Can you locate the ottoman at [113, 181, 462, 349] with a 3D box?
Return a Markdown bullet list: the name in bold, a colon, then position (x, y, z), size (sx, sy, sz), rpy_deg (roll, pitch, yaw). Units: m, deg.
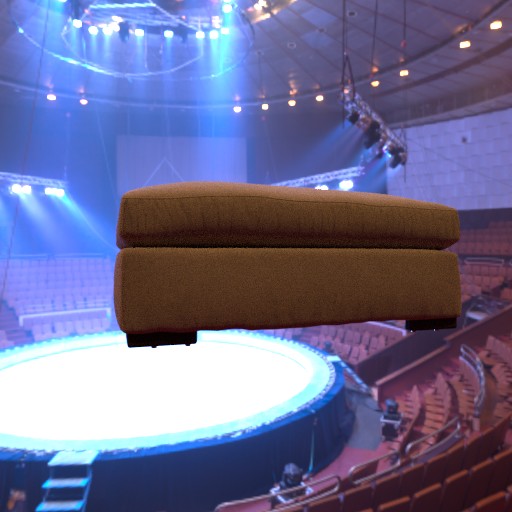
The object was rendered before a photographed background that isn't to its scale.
- **ottoman**: position (0.000, 0.000, 1.913), size (1.171, 0.517, 1.203), rpy_deg (0, 0, -18)
